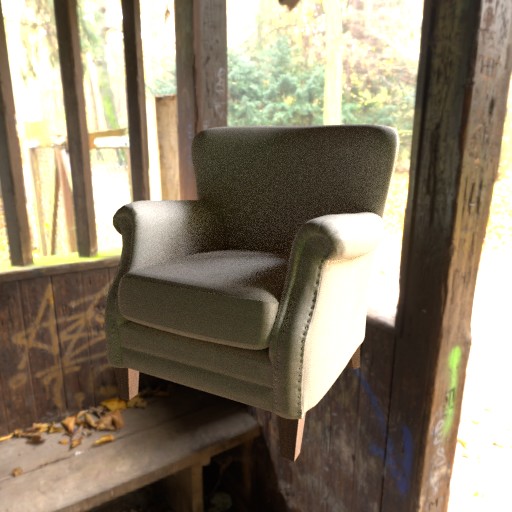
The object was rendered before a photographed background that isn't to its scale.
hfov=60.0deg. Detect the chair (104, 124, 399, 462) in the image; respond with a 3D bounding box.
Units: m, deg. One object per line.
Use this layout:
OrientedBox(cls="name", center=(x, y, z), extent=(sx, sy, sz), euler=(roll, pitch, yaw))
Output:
OrientedBox(cls="chair", center=(0.000, 0.000, 1.618), extent=(0.861, 0.936, 0.921), euler=(7, 16, 27))
